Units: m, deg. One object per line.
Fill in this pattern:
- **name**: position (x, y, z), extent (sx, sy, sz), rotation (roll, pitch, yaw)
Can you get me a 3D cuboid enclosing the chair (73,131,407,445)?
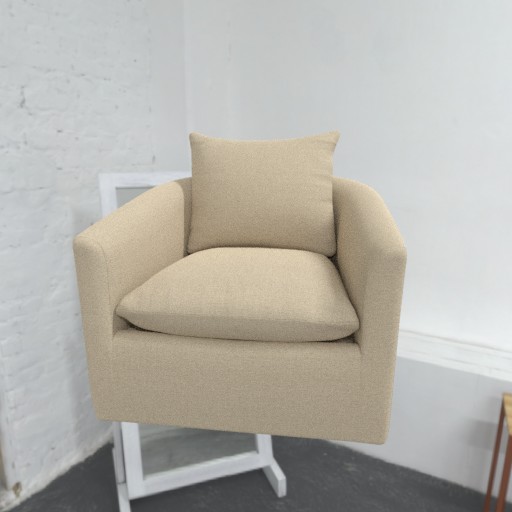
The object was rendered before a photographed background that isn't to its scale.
- **chair**: position (0.000, 0.000, 1.536), extent (0.845, 0.848, 0.910), rotation (2, 14, 8)
